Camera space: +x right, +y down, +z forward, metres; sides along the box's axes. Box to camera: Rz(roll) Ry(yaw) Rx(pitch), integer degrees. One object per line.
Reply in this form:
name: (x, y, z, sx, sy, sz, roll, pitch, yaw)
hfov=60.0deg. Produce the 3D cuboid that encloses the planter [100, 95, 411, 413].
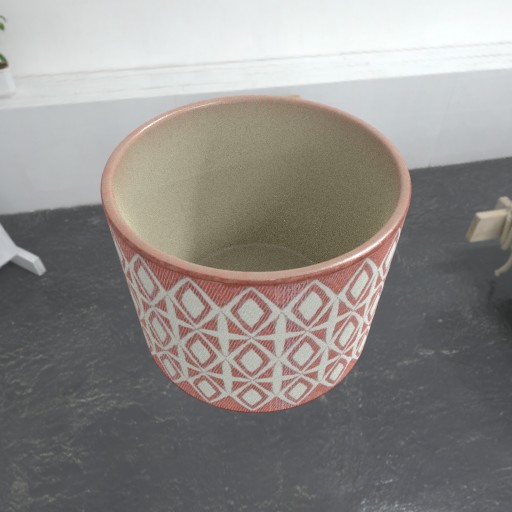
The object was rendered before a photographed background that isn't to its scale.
planter: (0.000, 0.000, 0.484, 0.273, 0.237, 0.273, 0, 46, 0)
